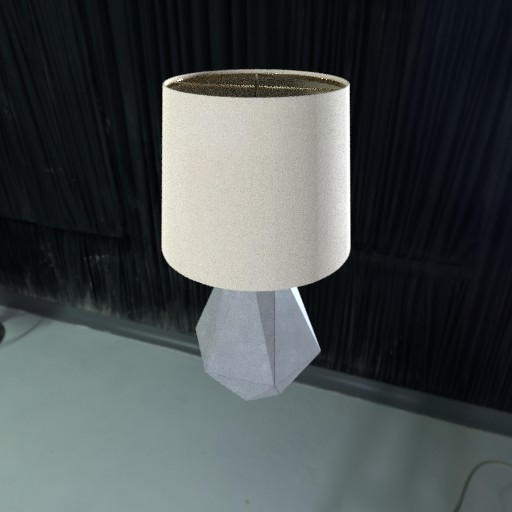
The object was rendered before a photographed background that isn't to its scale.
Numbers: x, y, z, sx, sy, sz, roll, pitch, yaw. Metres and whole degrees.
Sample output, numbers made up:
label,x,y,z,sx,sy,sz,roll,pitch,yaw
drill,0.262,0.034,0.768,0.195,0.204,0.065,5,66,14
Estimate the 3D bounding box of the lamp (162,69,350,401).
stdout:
label,x,y,z,sx,sy,sz,roll,pitch,yaw
lamp,0.000,0.000,0.675,0.276,0.501,0.276,0,30,0
